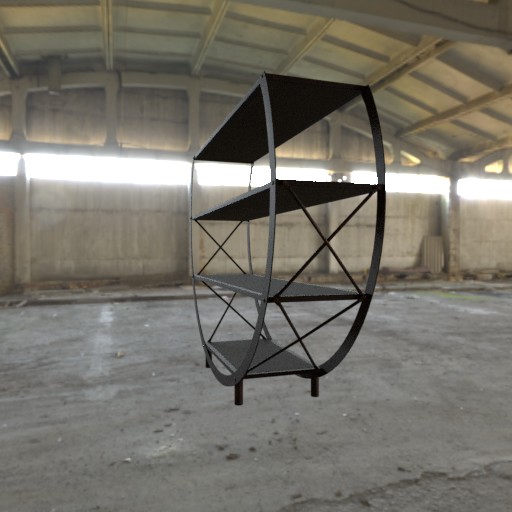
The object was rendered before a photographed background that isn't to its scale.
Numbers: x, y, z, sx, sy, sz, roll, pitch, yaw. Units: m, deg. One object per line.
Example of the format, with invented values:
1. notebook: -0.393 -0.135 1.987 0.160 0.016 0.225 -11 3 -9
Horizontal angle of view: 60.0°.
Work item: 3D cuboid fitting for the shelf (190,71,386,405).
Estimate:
1. shelf: 0.000 0.000 1.892 0.344 1.063 1.403 0 1 -18
